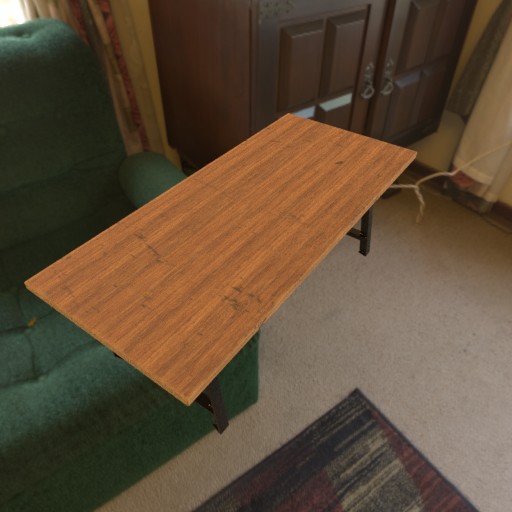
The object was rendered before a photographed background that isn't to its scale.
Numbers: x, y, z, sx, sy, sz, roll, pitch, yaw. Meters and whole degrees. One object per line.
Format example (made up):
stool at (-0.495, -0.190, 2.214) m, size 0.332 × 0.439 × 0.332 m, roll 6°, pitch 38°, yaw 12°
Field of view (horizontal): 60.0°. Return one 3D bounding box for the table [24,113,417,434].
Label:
table at (0.000, 0.000, 2.699) m, size 1.000 × 0.757 × 2.200 m, roll 26°, pitch 48°, yaw 26°
